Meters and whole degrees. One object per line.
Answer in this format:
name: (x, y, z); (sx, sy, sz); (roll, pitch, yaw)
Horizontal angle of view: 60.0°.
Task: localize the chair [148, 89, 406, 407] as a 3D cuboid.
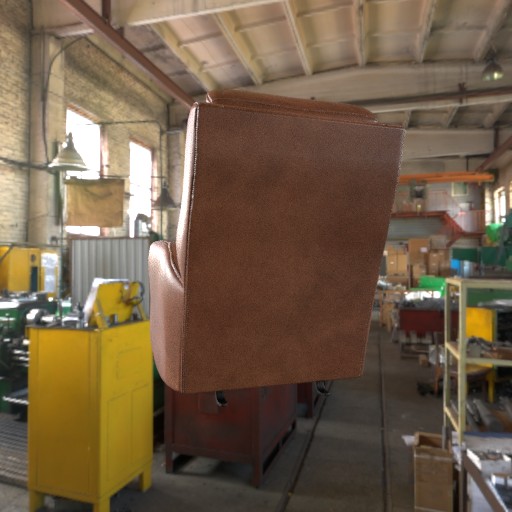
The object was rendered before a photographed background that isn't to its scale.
chair: (0.000, 0.000, 1.797); (0.821, 1.016, 1.072); (0, -1, -18)
